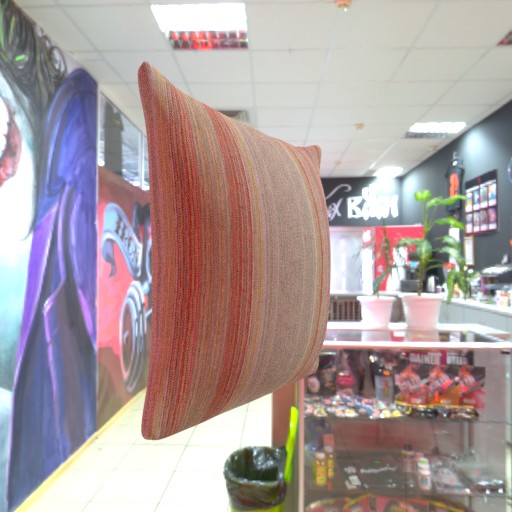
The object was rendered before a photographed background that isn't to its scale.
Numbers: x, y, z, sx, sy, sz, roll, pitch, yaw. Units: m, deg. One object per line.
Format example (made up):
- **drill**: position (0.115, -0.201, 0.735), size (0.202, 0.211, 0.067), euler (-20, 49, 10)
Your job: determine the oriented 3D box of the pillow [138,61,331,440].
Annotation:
- **pillow**: position (0.000, 0.000, 0.691), size (0.191, 0.449, 0.451), euler (-1, -1, 35)
